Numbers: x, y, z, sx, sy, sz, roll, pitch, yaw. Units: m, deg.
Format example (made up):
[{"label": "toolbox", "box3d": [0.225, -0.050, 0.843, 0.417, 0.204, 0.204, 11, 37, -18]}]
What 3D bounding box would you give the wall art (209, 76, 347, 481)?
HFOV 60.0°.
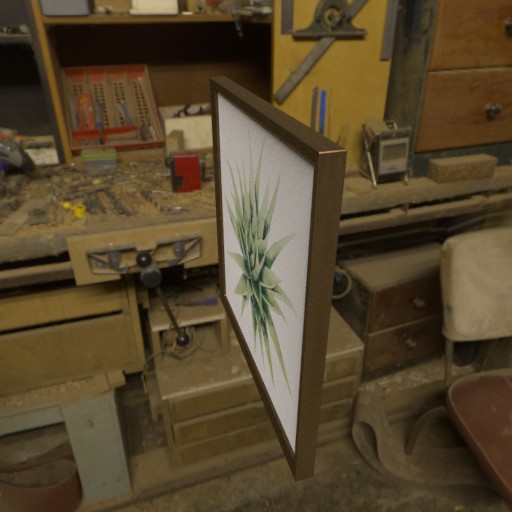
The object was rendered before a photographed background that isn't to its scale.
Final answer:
[{"label": "wall art", "box3d": [0.000, 0.000, 0.755, 0.030, 0.506, 0.503, -9, 31, -15]}]
